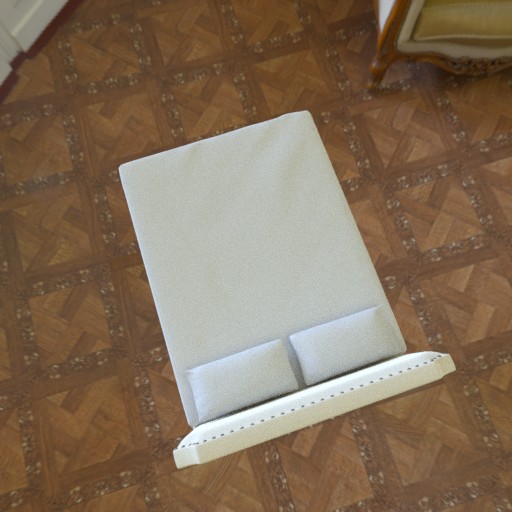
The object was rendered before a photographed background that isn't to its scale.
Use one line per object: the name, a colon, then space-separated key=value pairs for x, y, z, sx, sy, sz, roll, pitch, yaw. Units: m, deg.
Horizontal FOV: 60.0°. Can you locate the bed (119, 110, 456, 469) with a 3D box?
bed: x=0.000 y=0.000 z=3.349 sx=1.703 sy=1.415 sz=2.329 roll=-18 pitch=76 yaw=-5
